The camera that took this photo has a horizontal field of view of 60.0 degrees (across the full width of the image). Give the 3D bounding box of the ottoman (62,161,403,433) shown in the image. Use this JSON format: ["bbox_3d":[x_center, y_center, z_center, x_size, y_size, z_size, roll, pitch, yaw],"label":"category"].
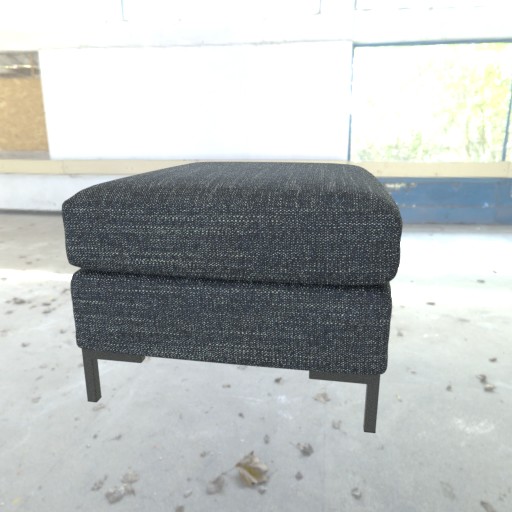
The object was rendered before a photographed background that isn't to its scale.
[{"bbox_3d":[0.000,0.000,1.226,0.667,0.491,0.814,3,16,10],"label":"ottoman"}]
